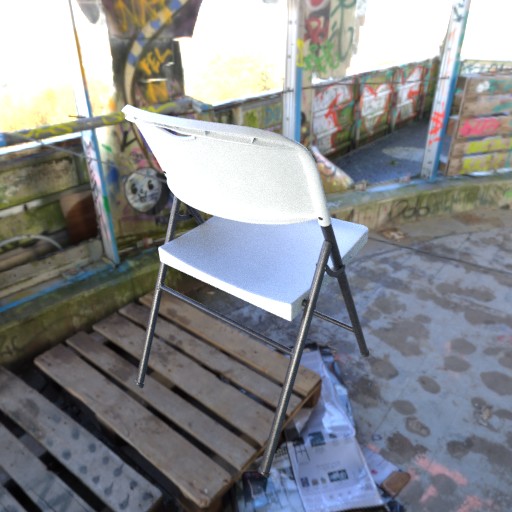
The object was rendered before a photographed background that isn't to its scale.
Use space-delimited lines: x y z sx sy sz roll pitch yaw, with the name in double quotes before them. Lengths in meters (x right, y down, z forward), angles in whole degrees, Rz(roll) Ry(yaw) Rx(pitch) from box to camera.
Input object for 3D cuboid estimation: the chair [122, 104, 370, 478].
"chair" 0.000 0.000 1.167 0.494 0.810 0.566 21 36 33
